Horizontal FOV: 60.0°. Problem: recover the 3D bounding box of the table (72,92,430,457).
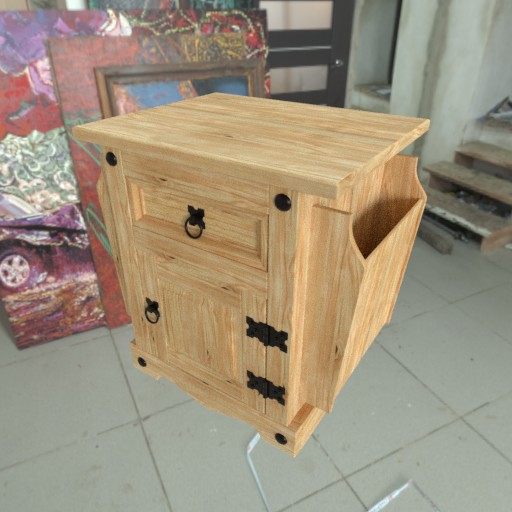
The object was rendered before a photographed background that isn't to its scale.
[{"bbox_3d":[0.000,0.000,0.870,0.530,0.515,0.380,18,35,29],"label":"table"}]
